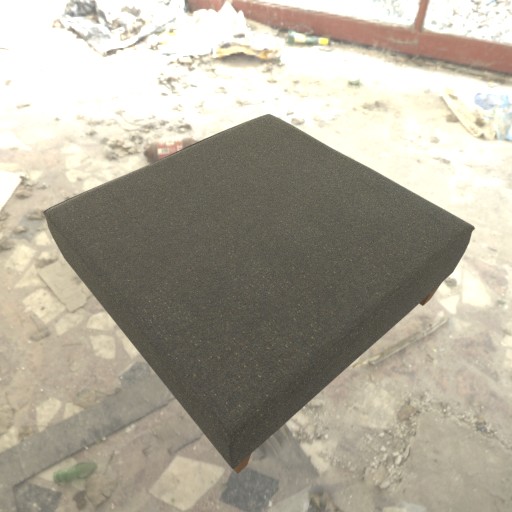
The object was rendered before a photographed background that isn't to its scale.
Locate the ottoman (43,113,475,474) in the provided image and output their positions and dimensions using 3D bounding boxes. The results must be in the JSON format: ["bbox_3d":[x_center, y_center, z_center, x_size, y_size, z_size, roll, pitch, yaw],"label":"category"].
[{"bbox_3d":[0.000,0.000,1.525,1.004,0.382,0.968,-32,54,-27],"label":"ottoman"}]
